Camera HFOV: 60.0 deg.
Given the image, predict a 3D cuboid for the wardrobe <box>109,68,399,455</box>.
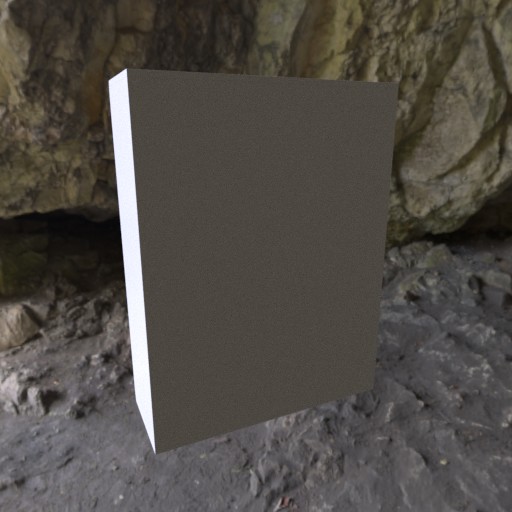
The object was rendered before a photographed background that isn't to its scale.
[{"bbox_3d":[0.000,0.000,1.638,0.900,1.200,0.360,-7,18,-24],"label":"wardrobe"}]
